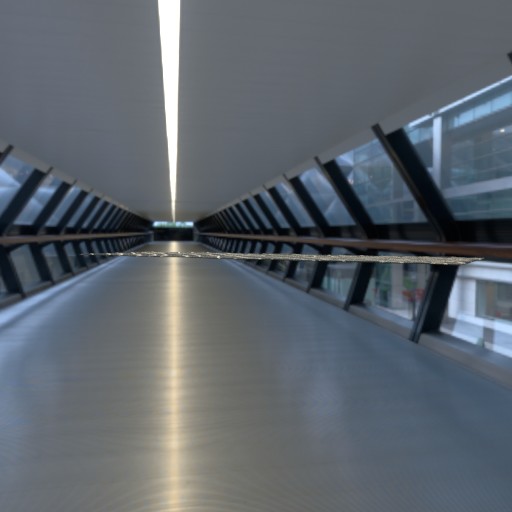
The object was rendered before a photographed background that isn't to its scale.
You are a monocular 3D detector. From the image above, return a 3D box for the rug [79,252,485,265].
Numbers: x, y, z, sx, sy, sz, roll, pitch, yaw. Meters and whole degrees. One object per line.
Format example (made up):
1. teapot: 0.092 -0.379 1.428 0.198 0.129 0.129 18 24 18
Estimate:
1. rug: 0.000 0.000 2.743 2.476 0.010 0.807 1 2 34
